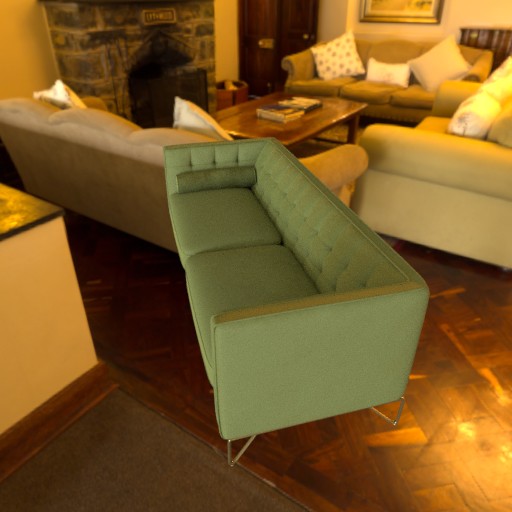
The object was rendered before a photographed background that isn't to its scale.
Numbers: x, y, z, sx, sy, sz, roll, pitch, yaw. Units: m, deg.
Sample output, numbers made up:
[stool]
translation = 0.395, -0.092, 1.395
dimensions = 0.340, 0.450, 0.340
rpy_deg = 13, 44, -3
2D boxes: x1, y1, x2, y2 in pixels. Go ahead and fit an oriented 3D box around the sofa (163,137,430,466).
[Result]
[sofa]
translation = 0.000, 0.000, 2.607
dimensions = 0.867, 0.789, 2.087
rpy_deg = -8, 32, -13
